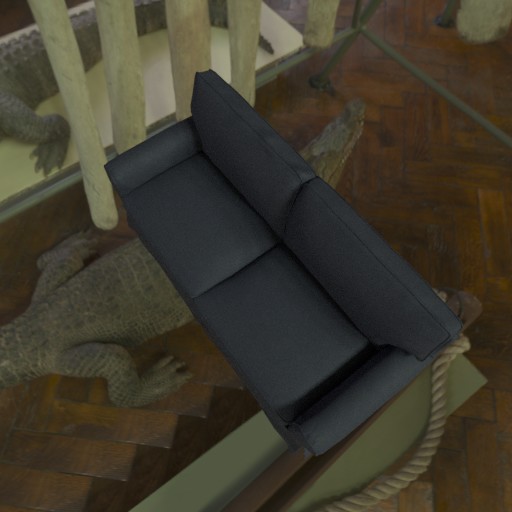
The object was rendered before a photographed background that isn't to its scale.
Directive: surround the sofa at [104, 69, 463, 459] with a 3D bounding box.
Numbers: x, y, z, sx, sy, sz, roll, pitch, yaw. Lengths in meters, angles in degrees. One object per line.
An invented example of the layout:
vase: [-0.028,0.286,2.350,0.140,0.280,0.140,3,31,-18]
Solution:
sofa: [0.000,0.000,2.778,0.983,1.094,2.256,-34,68,-15]
